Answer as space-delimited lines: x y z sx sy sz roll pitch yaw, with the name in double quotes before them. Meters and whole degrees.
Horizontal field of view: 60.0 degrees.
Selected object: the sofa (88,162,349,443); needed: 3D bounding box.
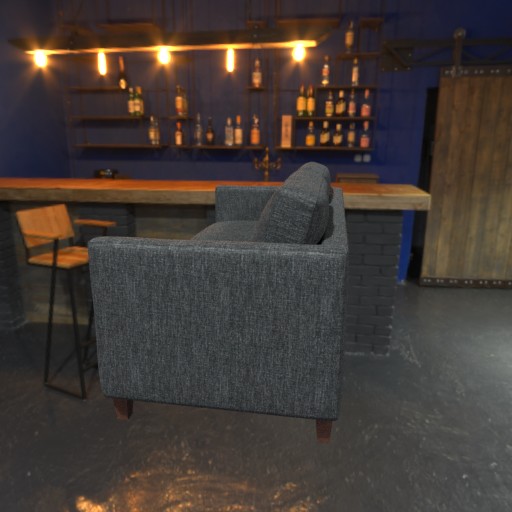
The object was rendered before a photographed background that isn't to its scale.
"sofa" 0.000 0.000 2.446 0.950 0.963 1.884 3 15 10
